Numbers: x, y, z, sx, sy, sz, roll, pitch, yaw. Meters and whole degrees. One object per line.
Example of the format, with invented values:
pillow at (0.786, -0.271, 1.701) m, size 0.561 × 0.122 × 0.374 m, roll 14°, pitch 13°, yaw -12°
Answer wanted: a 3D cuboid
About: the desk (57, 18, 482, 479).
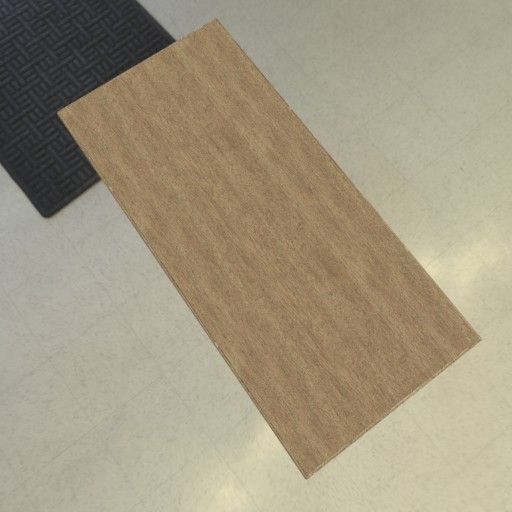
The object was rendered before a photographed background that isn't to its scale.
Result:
desk at (0.000, 0.000, 1.735) m, size 0.610 × 0.912 × 1.289 m, roll -35°, pitch 78°, yaw -8°
